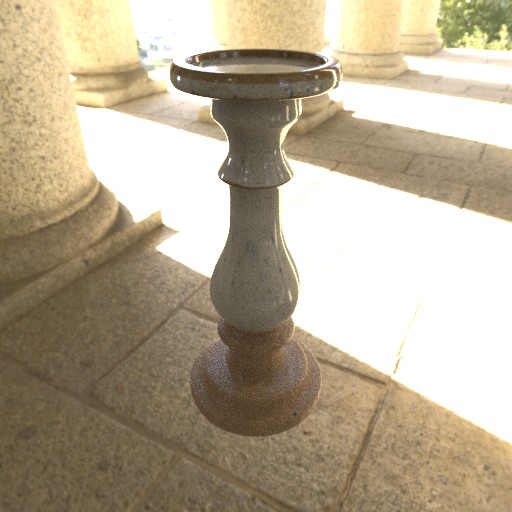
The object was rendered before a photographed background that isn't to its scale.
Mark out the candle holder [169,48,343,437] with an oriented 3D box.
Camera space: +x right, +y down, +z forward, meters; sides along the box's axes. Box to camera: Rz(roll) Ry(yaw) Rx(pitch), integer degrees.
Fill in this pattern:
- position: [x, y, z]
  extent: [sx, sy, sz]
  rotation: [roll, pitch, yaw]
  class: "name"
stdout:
- position: [0.000, 0.000, 0.247]
  extent: [0.088, 0.203, 0.088]
  rotation: [0, 32, 0]
  class: "candle holder"
